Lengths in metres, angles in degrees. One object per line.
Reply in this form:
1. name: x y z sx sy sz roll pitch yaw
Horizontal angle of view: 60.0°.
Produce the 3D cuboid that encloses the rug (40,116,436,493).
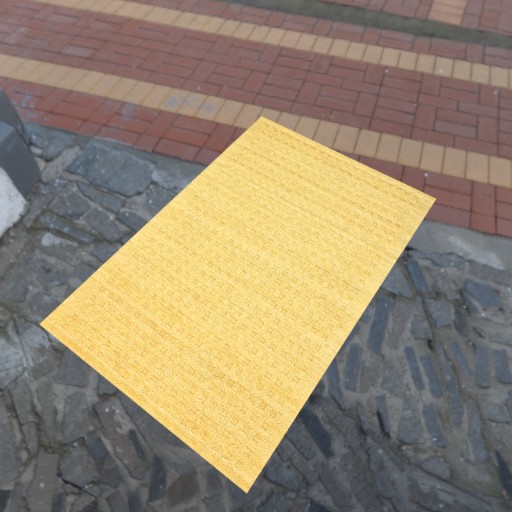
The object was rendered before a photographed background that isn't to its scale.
1. rug: 0.000 0.000 2.897 1.524 0.006 2.286 31 62 19
